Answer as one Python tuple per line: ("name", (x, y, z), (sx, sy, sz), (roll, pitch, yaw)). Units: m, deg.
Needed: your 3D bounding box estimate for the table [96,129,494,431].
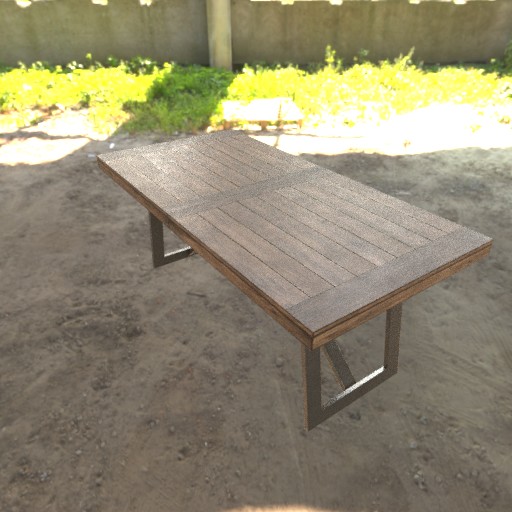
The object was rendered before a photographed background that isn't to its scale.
("table", (0.000, 0.000, 2.332), (0.931, 0.757, 1.867), (-20, 37, -30))
